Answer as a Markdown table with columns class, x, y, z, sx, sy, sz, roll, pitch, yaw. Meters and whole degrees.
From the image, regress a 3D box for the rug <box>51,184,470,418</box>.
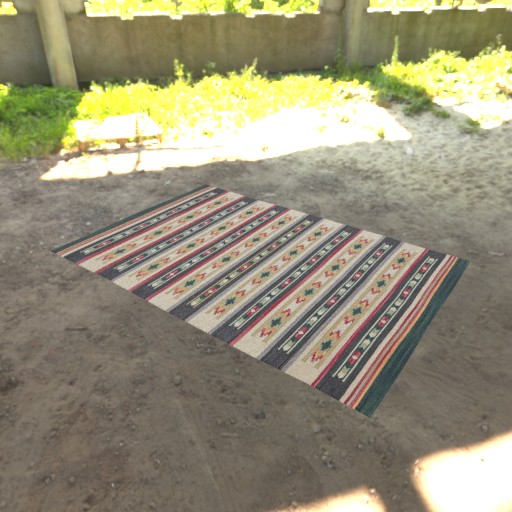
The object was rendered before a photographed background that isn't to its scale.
| class | x | y | z | sx | sy | sz | roll | pitch | yaw |
| --- | --- | --- | --- | --- | --- | --- | --- | --- | --- |
| rug | 0.000 | 0.000 | 2.311 | 1.825 | 0.009 | 1.221 | 20 | 36 | 31 |
